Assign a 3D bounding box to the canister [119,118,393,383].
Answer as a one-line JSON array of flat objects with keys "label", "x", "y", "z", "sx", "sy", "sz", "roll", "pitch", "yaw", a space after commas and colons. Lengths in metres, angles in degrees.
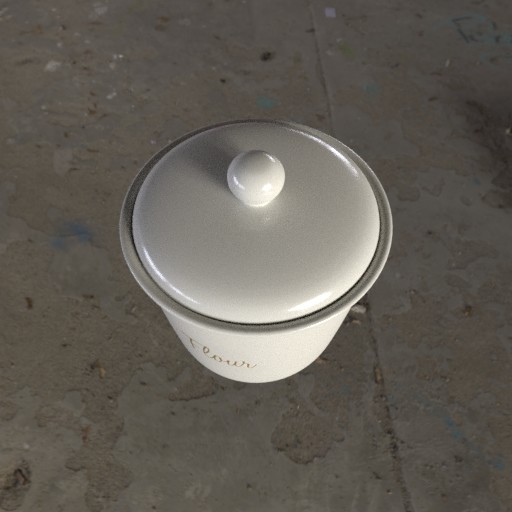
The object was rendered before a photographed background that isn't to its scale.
[{"label": "canister", "x": 0.000, "y": 0.000, "z": 0.348, "sx": 0.182, "sy": 0.208, "sz": 0.182, "roll": 0, "pitch": 58, "yaw": 0}]
